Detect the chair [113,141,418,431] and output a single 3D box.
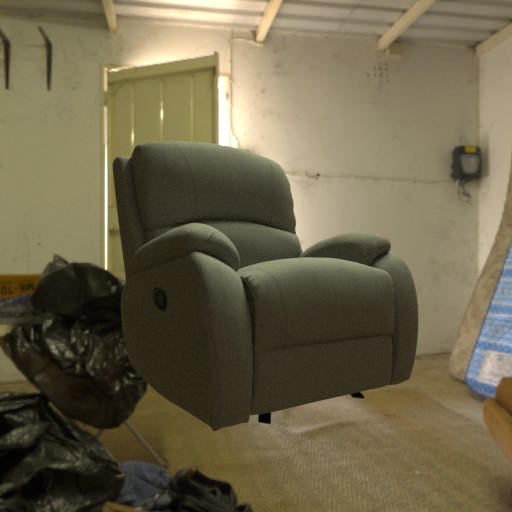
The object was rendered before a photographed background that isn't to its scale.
[{"bbox_3d":[0.000,0.000,1.753,0.930,1.011,0.899,0,0,-35],"label":"chair"}]
